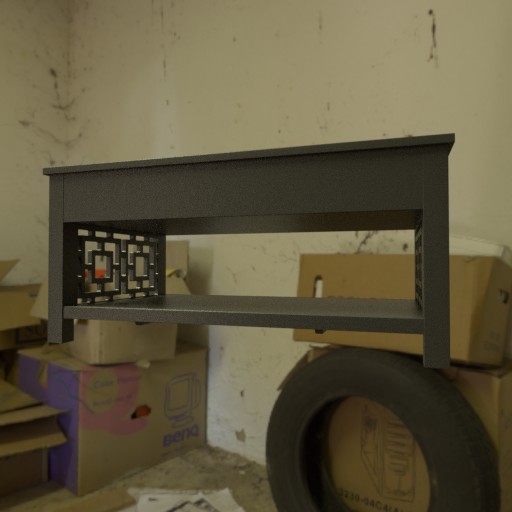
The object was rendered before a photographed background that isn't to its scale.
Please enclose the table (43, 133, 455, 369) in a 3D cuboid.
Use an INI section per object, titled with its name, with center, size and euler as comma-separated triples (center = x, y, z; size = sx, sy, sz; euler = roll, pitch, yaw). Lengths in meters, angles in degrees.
[table]
center = 0.000, 0.000, 1.372
size = 1.068, 0.493, 0.612
euler = 0, -1, 18
